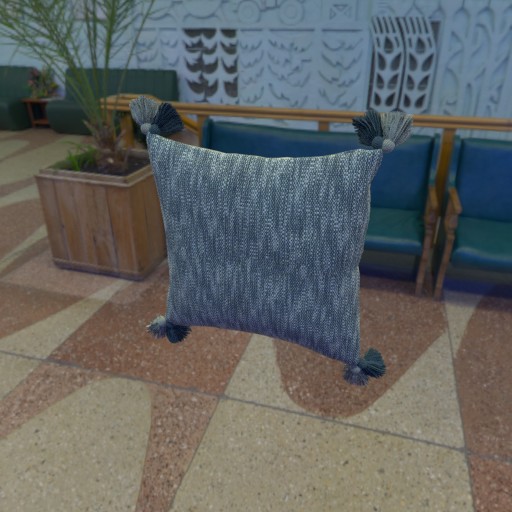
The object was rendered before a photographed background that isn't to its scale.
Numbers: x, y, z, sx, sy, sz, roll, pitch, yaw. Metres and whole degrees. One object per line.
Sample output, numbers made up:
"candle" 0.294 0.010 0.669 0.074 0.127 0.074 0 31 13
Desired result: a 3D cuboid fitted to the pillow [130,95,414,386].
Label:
"pillow" 0.000 0.000 0.952 0.614 0.634 0.138 9 29 16
